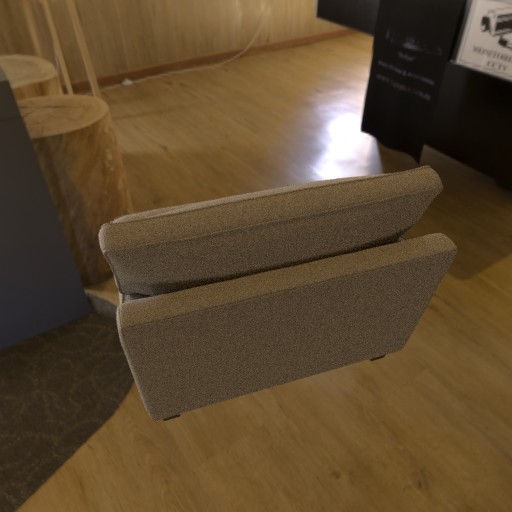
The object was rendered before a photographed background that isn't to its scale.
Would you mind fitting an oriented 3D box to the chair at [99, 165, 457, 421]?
[{"bbox_3d":[0.000,0.000,2.000,1.220,1.016,1.040,-12,43,-13],"label":"chair"}]
